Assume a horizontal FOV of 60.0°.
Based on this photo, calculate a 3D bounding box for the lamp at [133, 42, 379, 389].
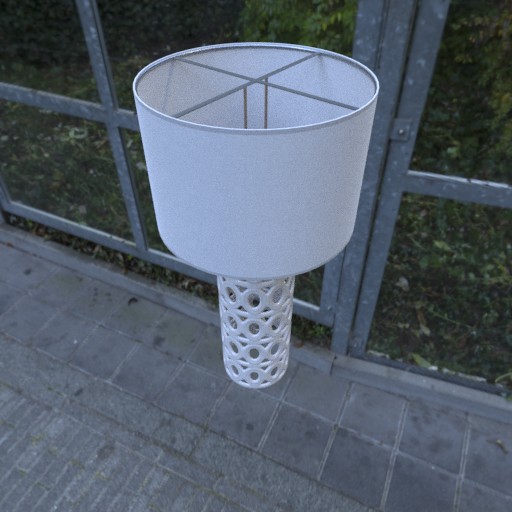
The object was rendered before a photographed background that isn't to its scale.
[{"bbox_3d":[0.000,0.000,0.805,0.324,0.636,0.325,27,48,28],"label":"lamp"}]
